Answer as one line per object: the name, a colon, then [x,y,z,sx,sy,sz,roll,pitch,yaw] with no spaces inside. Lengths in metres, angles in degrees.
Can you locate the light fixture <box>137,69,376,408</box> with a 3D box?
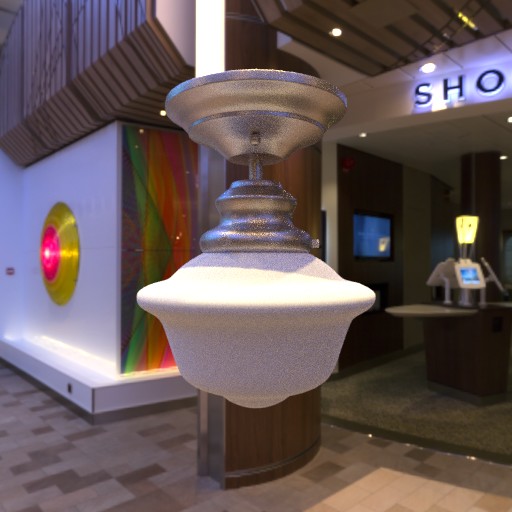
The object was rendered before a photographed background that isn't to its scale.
light fixture: [0.000,0.000,0.378,0.199,0.254,0.199,0,0,0]
